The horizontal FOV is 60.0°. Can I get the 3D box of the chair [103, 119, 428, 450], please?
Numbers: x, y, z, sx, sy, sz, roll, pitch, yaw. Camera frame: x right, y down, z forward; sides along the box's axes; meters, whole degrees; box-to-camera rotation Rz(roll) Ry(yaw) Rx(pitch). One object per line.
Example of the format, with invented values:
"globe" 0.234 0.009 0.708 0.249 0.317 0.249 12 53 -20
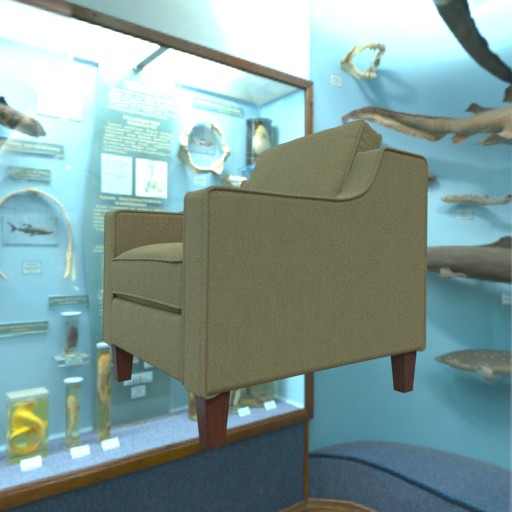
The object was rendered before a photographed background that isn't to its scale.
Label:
"chair" 0.000 0.000 1.641 0.909 0.960 0.831 0 1 -35
